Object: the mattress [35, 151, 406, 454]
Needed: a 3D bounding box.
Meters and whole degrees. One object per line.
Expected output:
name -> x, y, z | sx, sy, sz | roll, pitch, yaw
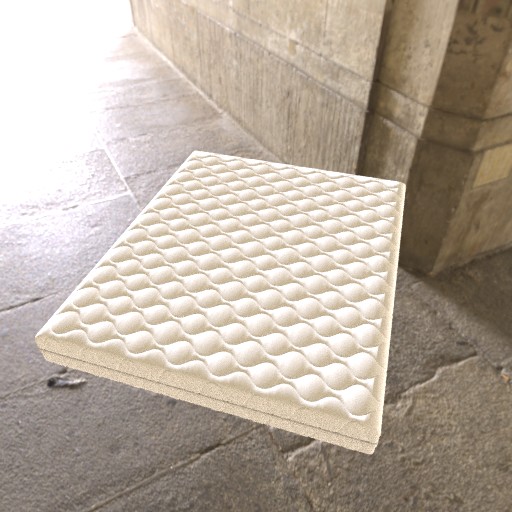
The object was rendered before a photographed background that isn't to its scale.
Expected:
mattress -> 0.000, 0.000, 2.615 | 1.600, 0.200, 1.900 | 12, 43, 13
